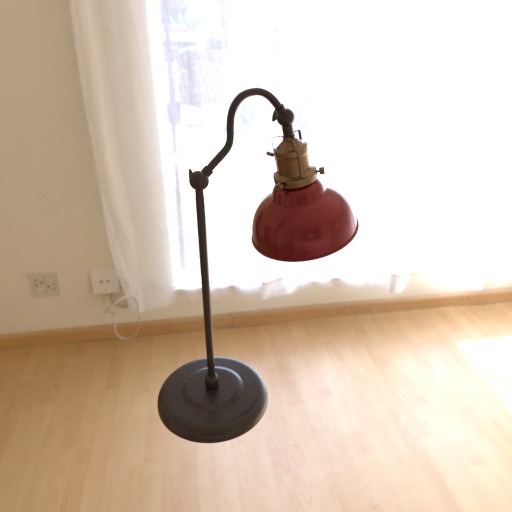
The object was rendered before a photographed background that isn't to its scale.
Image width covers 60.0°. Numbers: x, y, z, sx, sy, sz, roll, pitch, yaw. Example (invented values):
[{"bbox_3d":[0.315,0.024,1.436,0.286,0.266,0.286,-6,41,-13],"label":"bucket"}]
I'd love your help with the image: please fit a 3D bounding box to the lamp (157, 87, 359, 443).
[{"bbox_3d":[0.000,0.000,0.711,0.374,0.508,0.192,-17,31,-30],"label":"lamp"}]
